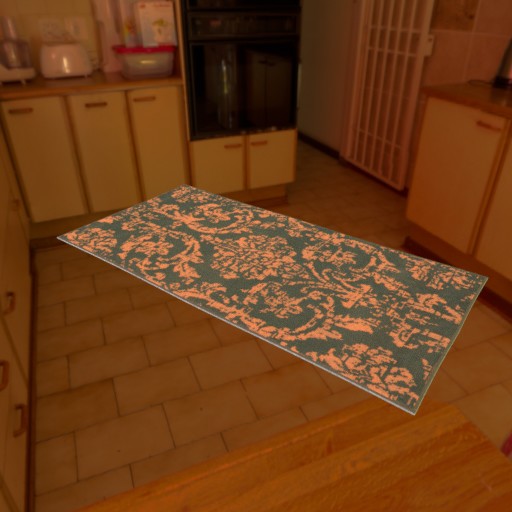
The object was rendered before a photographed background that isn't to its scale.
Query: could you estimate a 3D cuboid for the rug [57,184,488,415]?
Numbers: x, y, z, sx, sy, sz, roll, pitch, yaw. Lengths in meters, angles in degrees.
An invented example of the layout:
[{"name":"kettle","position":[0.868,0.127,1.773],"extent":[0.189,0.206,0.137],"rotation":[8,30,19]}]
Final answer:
[{"name":"rug","position":[0.000,0.000,1.382],"extent":[1.219,0.007,0.604],"rotation":[21,36,31]}]
